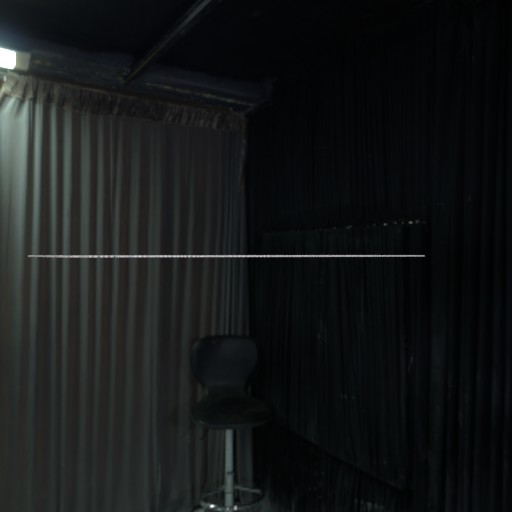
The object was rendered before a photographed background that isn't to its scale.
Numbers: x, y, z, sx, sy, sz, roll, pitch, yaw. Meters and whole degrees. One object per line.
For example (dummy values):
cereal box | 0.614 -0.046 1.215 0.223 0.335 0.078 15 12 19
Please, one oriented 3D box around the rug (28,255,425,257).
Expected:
rug | 0.000 0.000 2.756 2.432 0.008 0.766 0 0 -36
